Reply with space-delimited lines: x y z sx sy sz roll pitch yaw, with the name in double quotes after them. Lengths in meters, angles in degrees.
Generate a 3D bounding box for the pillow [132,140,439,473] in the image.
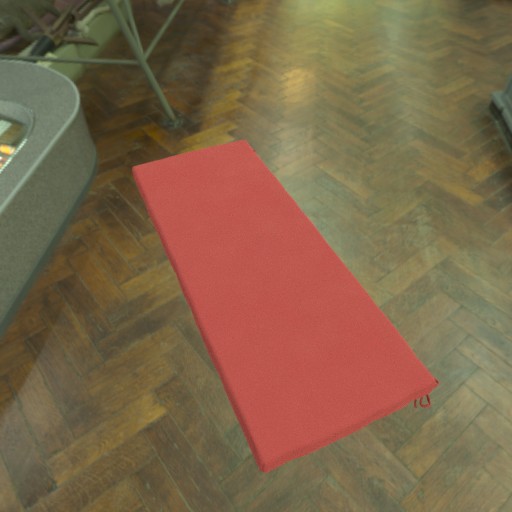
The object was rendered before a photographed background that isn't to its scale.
0.000 0.000 1.346 0.492 0.081 1.187 -18 49 -16 "pillow"
